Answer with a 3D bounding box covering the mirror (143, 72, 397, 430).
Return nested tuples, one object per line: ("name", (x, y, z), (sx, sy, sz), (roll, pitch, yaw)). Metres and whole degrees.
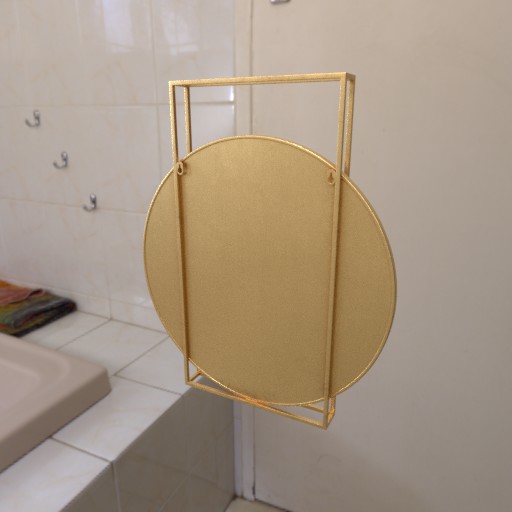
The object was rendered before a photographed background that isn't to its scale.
("mirror", (0.000, 0.000, 0.808), (0.508, 0.603, 0.051), (9, 19, 26))
